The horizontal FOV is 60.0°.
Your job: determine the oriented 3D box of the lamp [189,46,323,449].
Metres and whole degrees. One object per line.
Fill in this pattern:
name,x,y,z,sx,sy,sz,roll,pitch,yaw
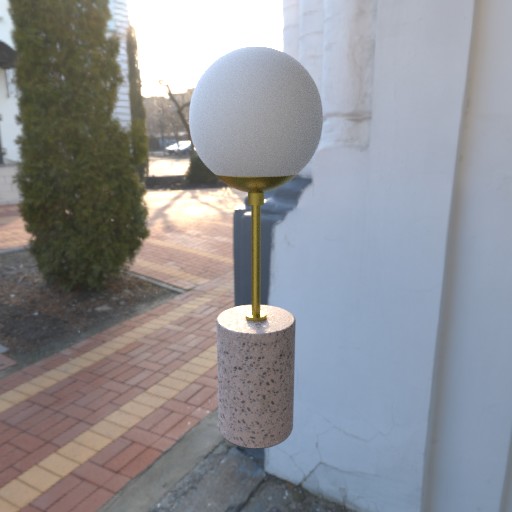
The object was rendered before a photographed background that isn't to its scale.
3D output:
lamp,0.000,0.000,0.553,0.153,0.480,0.153,0,14,0
